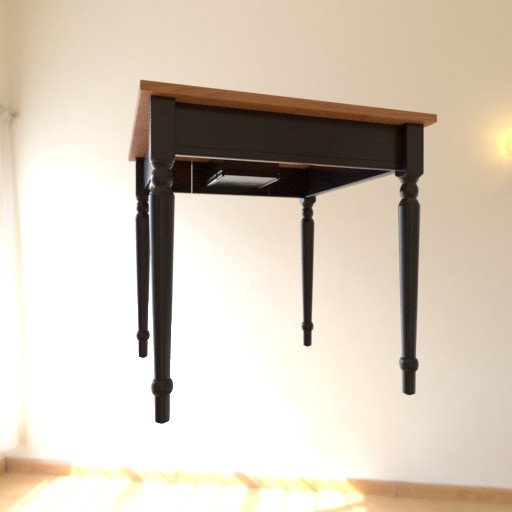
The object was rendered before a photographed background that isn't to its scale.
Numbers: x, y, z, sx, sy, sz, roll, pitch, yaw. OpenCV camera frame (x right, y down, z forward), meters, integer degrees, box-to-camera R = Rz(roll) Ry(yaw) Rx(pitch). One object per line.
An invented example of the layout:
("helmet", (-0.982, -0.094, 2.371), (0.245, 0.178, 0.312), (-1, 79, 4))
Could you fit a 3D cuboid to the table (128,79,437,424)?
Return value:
("table", (0.000, 0.000, 1.391), (0.747, 0.738, 0.747), (0, 0, -18))
